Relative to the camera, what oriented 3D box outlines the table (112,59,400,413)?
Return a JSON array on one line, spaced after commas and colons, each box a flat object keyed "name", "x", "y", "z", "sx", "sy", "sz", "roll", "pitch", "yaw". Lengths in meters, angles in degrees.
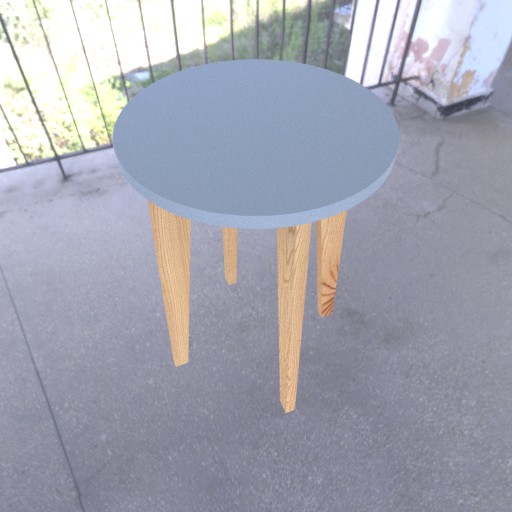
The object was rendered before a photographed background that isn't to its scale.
[{"name": "table", "x": 0.000, "y": 0.000, "z": 0.737, "sx": 0.350, "sy": 0.500, "sz": 0.350, "roll": 0, "pitch": 48, "yaw": 0}]
